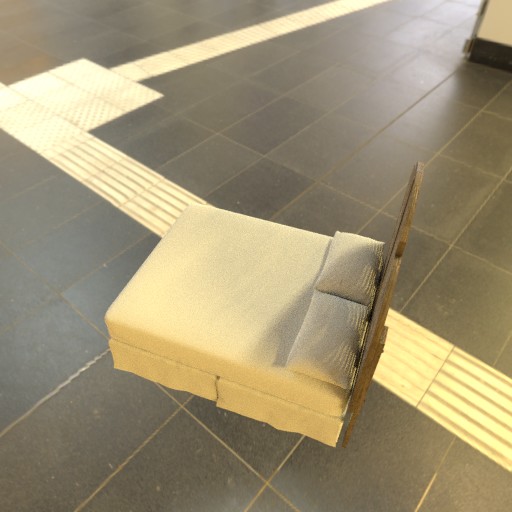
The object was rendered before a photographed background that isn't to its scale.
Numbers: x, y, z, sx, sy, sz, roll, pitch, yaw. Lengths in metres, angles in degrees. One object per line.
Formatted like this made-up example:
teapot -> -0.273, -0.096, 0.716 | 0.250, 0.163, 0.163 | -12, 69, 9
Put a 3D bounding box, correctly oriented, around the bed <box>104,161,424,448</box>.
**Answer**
bed -> 0.000, 0.000, 3.532 | 2.138, 2.019, 1.713 | 15, 48, 14
